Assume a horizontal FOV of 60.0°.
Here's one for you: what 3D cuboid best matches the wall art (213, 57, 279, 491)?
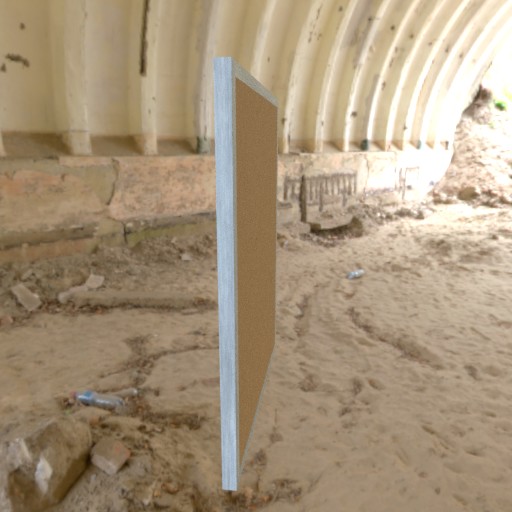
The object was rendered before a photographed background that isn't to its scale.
[{"bbox_3d":[0.000,0.000,0.802,0.022,0.582,0.479,2,14,9],"label":"wall art"}]
